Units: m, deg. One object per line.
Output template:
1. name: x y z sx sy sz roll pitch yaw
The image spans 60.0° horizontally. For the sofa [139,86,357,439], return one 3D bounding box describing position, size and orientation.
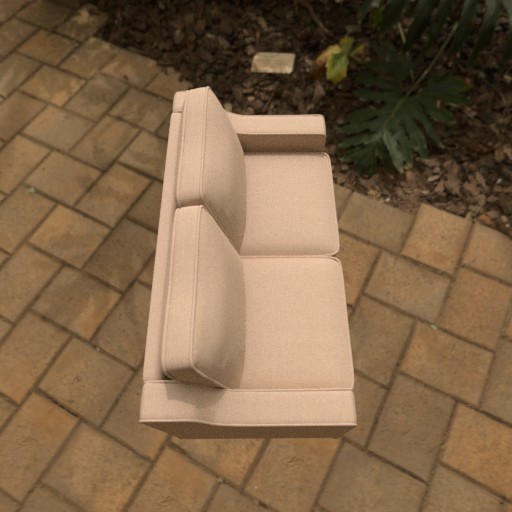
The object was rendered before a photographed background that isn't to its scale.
1. sofa: 0.000 0.000 3.495 1.351 1.562 2.587 0 62 0
